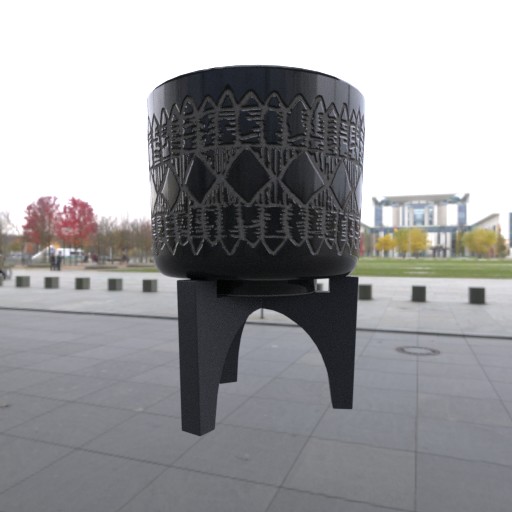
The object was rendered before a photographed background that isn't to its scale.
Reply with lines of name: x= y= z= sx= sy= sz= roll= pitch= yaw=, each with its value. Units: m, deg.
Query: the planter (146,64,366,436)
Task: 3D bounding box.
planter: x=0.000 y=0.000 z=0.267 sx=0.129 sy=0.177 sz=0.129 roll=0 pitch=0 yaw=0
